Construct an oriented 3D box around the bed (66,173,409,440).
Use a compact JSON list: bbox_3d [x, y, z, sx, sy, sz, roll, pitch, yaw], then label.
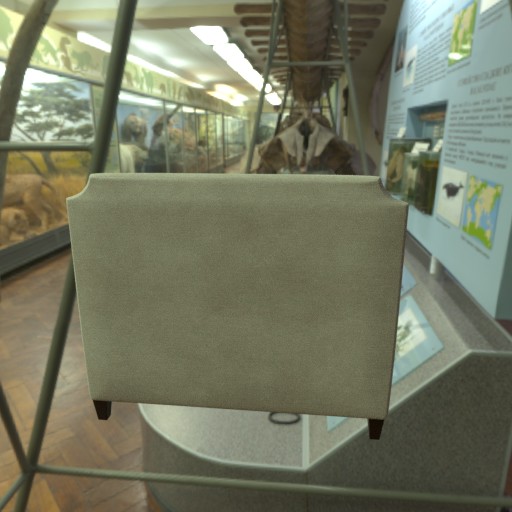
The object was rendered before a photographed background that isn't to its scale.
[{"bbox_3d":[0.000,0.000,3.428,1.712,1.443,2.372,2,15,6],"label":"bed"}]
